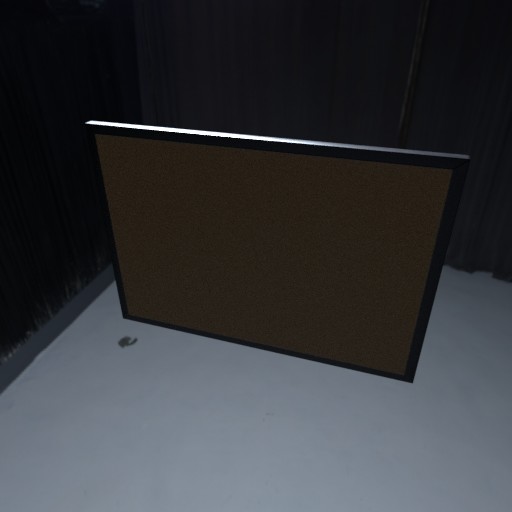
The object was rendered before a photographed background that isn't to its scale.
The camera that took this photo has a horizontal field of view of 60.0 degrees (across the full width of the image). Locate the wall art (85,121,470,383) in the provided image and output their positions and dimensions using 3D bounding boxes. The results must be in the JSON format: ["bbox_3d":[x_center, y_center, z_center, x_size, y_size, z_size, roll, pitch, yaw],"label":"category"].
[{"bbox_3d":[0.000,0.000,0.571,0.440,0.306,0.013,9,32,15],"label":"wall art"}]
